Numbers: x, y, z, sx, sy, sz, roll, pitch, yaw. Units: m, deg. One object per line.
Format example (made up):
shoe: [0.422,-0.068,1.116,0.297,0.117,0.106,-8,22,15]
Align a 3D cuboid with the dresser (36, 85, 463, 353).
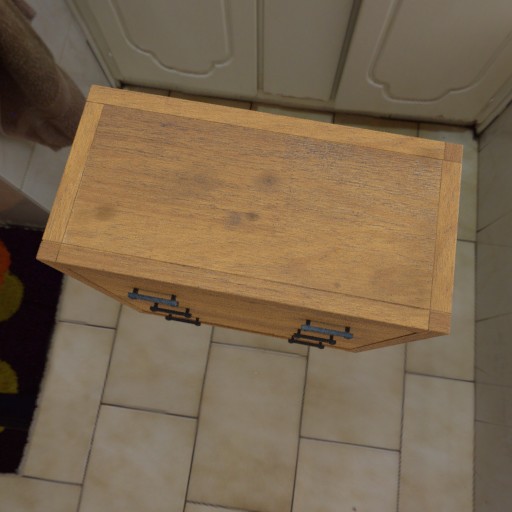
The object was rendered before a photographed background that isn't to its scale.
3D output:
dresser: [0.000,0.000,1.279,0.804,0.804,0.427,10,75,3]
